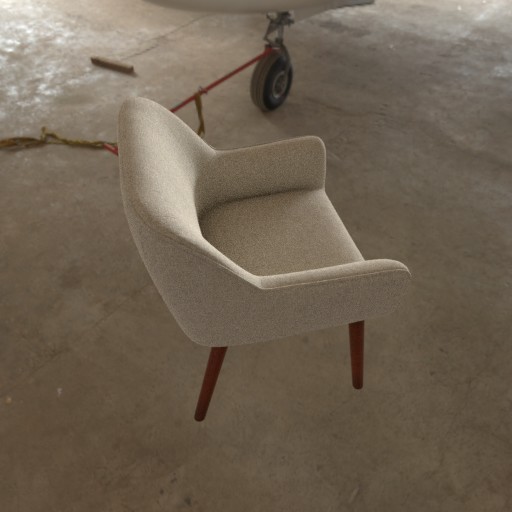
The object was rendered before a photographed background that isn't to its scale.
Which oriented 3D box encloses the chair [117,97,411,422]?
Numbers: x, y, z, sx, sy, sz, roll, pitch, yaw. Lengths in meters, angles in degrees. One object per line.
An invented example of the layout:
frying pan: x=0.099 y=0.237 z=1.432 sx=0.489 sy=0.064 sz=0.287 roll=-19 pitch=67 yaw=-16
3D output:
chair: x=0.000 y=0.000 z=1.271 sx=0.610 sy=0.813 sz=0.610 roll=-10 pitch=47 yaw=-10
